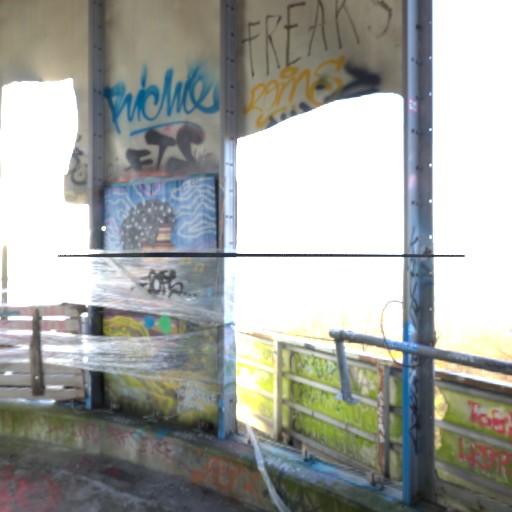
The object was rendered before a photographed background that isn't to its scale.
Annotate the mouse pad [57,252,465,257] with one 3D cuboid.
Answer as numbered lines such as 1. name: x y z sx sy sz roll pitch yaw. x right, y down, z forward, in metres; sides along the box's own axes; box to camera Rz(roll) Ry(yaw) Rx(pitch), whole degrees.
1. mouse pad: 0.000 0.000 0.341 0.249 0.002 0.211 0 0 -36
